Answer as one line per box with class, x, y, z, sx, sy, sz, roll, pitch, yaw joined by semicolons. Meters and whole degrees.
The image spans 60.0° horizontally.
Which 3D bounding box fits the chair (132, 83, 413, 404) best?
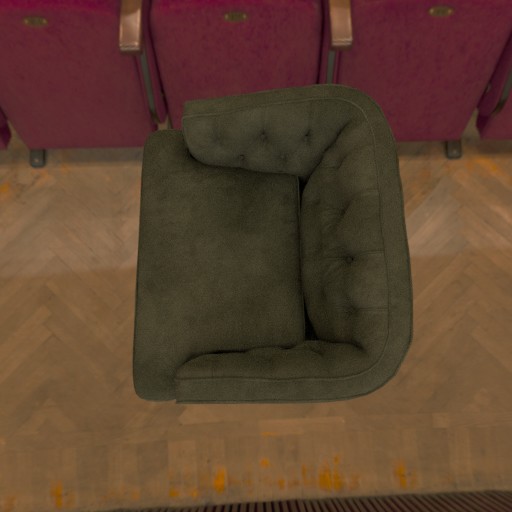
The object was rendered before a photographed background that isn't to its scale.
chair;0.000;0.000;1.770;0.941;0.852;1.104;-1;76;0
